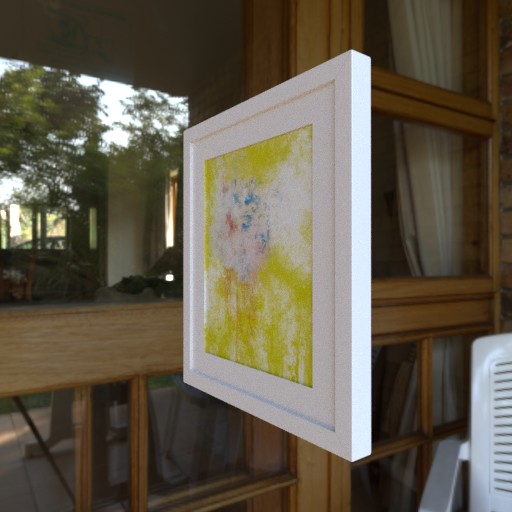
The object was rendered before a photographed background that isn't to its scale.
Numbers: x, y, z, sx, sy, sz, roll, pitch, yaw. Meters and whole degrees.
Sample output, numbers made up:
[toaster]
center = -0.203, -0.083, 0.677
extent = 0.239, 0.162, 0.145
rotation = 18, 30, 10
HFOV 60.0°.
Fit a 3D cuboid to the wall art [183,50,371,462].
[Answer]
[wall art]
center = 0.000, 0.000, 0.548
extent = 0.028, 0.381, 0.331
rotation = 0, 0, -37
